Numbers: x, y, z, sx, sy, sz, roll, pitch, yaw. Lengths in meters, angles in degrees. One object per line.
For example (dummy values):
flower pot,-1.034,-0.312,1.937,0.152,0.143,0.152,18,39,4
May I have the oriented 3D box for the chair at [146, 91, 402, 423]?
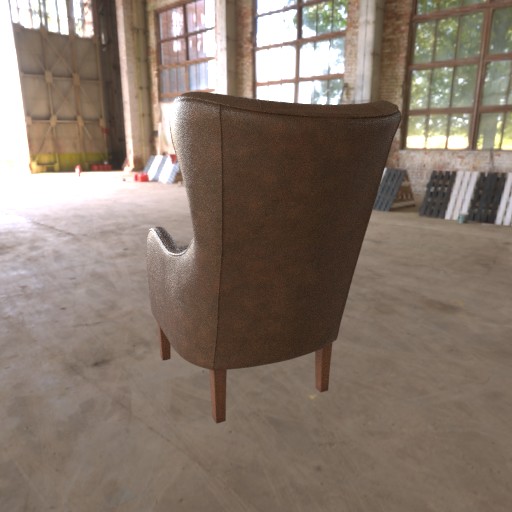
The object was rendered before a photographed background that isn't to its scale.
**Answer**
chair,0.000,0.000,1.597,0.692,1.048,0.914,-7,17,-25
